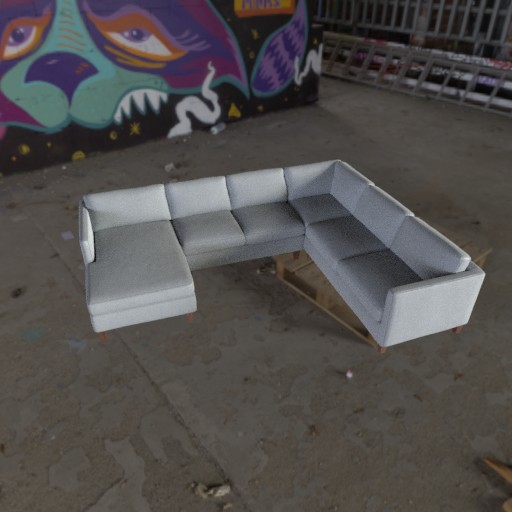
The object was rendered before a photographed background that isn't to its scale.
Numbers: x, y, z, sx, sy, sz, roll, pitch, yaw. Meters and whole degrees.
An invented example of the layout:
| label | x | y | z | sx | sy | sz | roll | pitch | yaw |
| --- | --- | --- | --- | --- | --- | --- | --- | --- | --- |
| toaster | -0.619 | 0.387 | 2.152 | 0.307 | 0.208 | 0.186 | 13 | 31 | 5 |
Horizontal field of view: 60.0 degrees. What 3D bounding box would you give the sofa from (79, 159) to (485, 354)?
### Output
| label | x | y | z | sx | sy | sz | roll | pitch | yaw |
| --- | --- | --- | --- | --- | --- | --- | --- | --- | --- |
| sofa | 0.000 | 0.000 | 4.388 | 3.238 | 0.853 | 2.551 | -11 | 35 | -15 |
